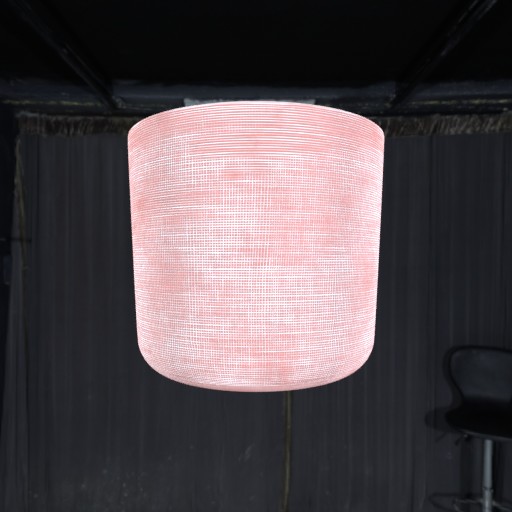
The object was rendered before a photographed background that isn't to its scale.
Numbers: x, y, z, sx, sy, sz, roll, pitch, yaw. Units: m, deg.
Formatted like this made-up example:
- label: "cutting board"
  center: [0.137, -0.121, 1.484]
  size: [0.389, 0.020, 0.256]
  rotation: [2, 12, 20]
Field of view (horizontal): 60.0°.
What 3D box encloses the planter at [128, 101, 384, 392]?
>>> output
- label: "planter"
  center: [0.000, 0.000, 0.791]
  size: [0.440, 0.398, 0.440]
  rotation: [0, 0, 0]
